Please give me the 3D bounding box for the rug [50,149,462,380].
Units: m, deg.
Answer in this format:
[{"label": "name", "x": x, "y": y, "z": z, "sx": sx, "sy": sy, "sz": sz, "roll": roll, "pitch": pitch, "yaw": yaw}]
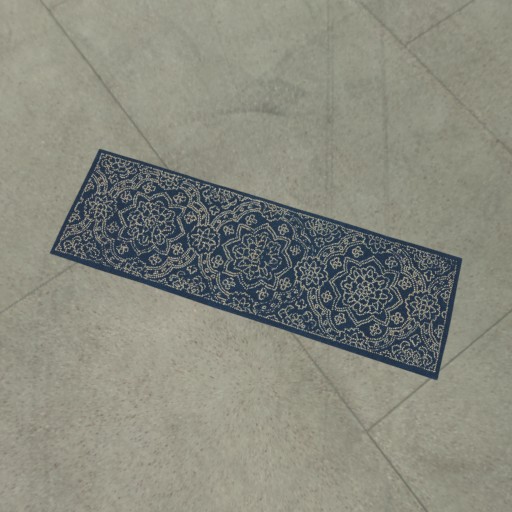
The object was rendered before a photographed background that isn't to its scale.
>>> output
[{"label": "rug", "x": 0.000, "y": 0.000, "z": 2.743, "sx": 2.448, "sy": 0.012, "sz": 0.769, "roll": 17, "pitch": 75, "yaw": 5}]
